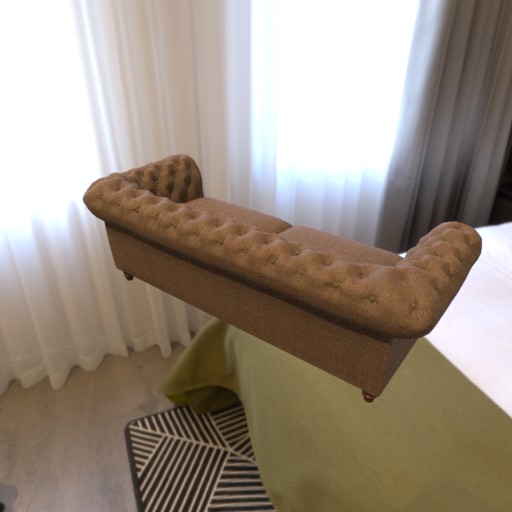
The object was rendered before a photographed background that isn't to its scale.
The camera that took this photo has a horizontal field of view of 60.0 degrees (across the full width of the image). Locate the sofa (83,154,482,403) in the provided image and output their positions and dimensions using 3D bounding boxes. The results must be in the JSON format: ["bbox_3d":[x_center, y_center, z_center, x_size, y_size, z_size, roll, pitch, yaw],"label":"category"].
[{"bbox_3d":[0.000,0.000,2.812,2.385,0.787,0.944,21,36,32],"label":"sofa"}]
